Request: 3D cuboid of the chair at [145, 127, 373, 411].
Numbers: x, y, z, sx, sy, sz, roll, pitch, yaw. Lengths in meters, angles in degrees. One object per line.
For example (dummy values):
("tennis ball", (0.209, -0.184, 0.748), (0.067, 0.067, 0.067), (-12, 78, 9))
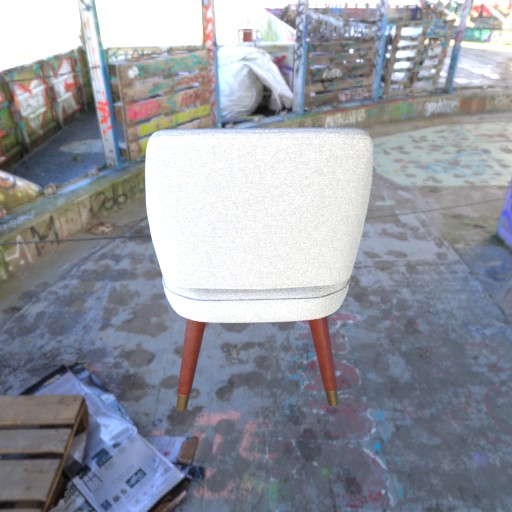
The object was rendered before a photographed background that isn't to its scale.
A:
("chair", (0.000, 0.000, 1.305), (0.609, 0.889, 0.600), (-1, 30, -2))
